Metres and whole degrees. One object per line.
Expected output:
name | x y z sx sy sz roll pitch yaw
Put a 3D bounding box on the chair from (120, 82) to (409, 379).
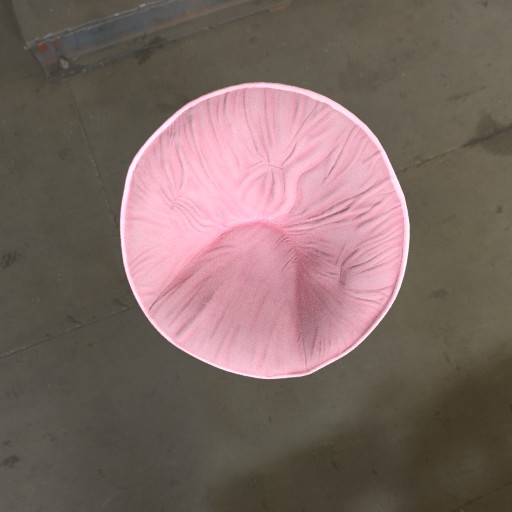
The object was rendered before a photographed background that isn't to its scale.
chair | 0.000 0.000 0.894 0.522 0.494 0.459 22 76 6
